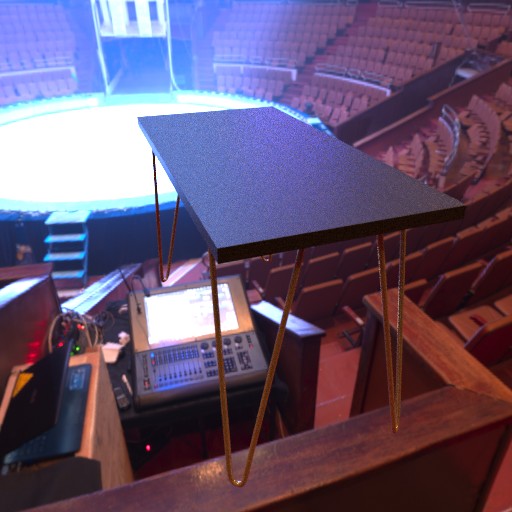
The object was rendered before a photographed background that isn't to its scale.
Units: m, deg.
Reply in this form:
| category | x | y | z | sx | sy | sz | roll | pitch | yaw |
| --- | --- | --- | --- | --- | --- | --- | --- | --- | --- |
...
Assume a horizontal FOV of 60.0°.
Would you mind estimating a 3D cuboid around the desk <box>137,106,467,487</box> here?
| category | x | y | z | sx | sy | sz | roll | pitch | yaw |
| --- | --- | --- | --- | --- | --- | --- | --- | --- | --- |
| desk | 0.000 | 0.000 | 1.344 | 0.499 | 0.660 | 0.991 | -10 | 31 | -18 |
